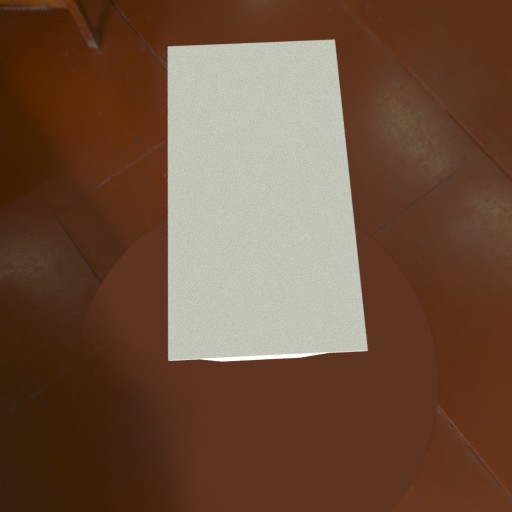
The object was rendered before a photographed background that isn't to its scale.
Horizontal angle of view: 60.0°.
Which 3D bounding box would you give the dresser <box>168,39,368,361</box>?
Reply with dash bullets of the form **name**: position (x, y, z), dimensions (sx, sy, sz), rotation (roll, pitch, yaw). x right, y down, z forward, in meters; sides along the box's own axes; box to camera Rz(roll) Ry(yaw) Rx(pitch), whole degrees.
- **dresser**: position (0.000, 0.000, 1.547), dimensions (0.399, 1.255, 0.704), rotation (-3, 76, -1)
